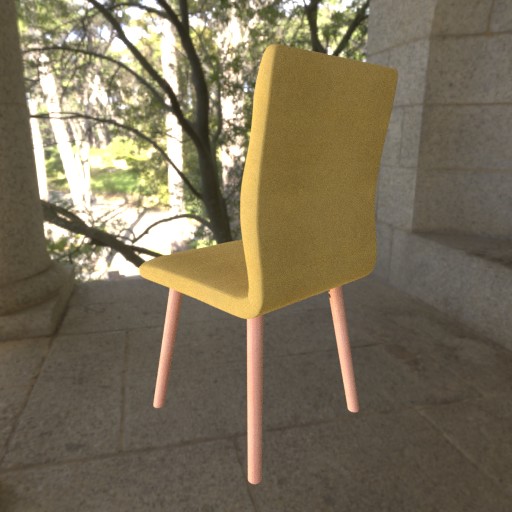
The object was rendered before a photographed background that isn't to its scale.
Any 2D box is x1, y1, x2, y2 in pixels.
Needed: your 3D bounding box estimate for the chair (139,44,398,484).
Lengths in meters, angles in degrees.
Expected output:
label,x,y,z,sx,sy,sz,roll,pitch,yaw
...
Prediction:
label,x,y,z,sx,sy,sz,roll,pitch,yaw
chair,0.000,0.000,1.242,0.450,0.965,0.550,-14,20,-42
